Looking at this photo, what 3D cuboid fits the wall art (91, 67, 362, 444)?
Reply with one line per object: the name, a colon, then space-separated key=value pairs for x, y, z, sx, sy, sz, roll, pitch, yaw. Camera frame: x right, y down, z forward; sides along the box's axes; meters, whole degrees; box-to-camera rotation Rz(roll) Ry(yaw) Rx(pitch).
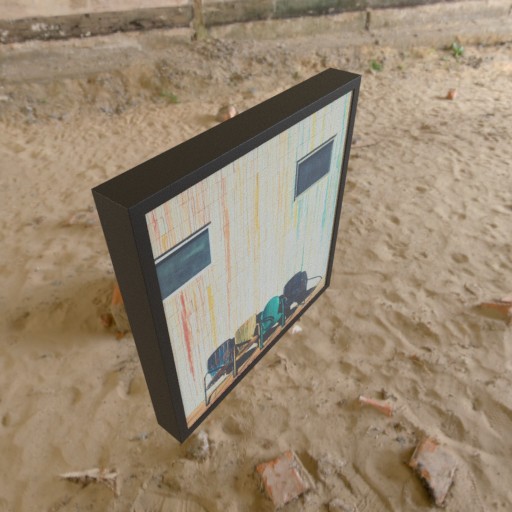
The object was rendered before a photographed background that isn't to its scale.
wall art: x=0.000 y=0.000 z=0.471 sx=0.038 sy=0.304 sz=0.304 roll=27 pitch=48 yaw=28
